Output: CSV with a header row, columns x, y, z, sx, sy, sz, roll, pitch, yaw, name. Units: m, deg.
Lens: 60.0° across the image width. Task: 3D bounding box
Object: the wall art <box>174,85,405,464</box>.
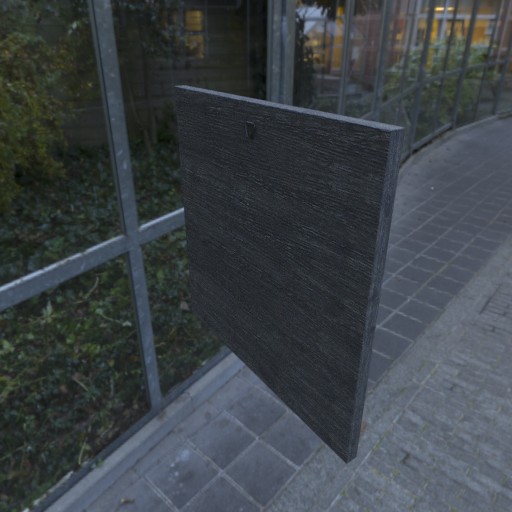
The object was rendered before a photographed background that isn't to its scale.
x,y,z,sx,sy,sz,roll,pitch,yaw,name
0.000,0.000,0.691,0.027,0.459,0.462,-18,32,-31,wall art
